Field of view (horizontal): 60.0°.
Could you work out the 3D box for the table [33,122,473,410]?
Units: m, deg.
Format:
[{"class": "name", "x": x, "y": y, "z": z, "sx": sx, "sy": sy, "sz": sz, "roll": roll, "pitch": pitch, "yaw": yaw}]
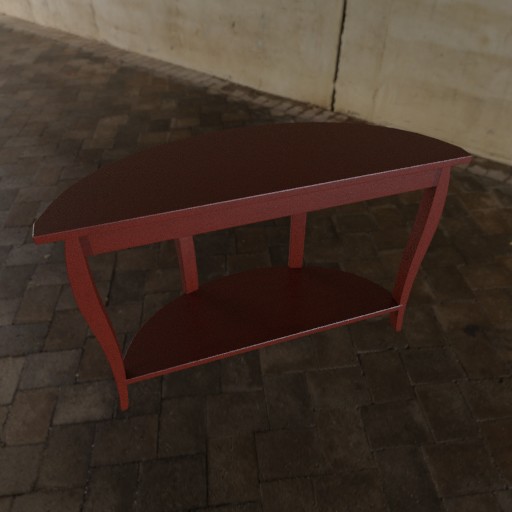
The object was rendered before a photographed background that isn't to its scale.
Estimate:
[{"class": "table", "x": 0.000, "y": 0.000, "z": 1.563, "sx": 1.219, "sy": 0.779, "sz": 0.405, "roll": -12, "pitch": 42, "yaw": -14}]
